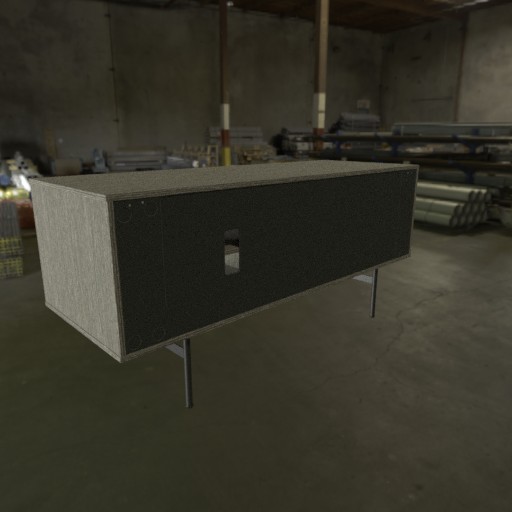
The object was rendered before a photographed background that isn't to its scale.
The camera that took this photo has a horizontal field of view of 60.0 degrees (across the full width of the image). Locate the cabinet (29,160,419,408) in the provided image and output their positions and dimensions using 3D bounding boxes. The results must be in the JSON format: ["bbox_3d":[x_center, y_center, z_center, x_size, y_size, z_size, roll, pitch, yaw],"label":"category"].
[{"bbox_3d":[0.000,0.000,1.574,1.300,0.599,0.500,-14,21,-41],"label":"cabinet"}]
